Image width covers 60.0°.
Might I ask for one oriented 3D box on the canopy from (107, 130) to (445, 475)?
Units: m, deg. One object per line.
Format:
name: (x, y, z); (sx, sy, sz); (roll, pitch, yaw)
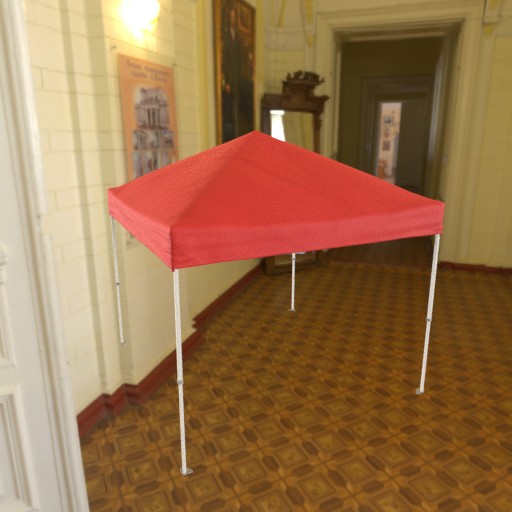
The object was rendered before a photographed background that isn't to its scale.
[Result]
canopy: (0.000, 0.000, 5.497); (2.996, 2.997, 2.998); (-7, 17, -26)
